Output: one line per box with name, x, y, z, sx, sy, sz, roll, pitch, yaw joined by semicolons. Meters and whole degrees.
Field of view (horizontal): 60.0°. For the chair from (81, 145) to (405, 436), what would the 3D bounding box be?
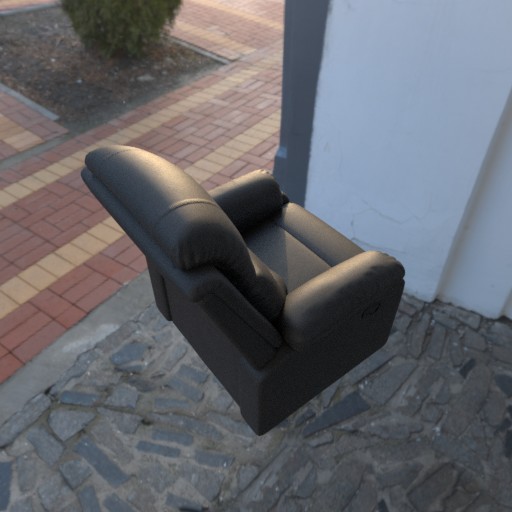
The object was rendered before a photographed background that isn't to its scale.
chair;0.000;0.000;1.665;0.919;0.992;0.855;-27;49;-27
